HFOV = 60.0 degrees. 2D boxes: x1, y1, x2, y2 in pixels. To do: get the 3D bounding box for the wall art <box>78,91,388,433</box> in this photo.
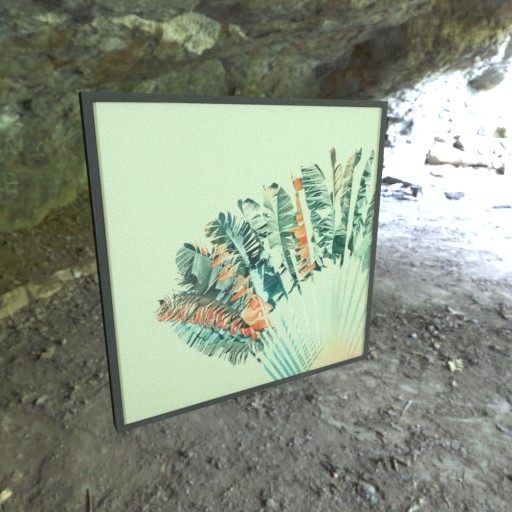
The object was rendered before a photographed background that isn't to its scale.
[{"bbox_3d":[0.000,0.000,1.125,0.762,0.758,0.043,-8,18,-26],"label":"wall art"}]
